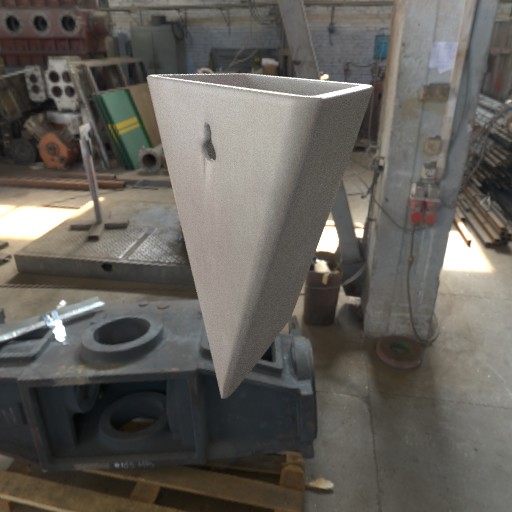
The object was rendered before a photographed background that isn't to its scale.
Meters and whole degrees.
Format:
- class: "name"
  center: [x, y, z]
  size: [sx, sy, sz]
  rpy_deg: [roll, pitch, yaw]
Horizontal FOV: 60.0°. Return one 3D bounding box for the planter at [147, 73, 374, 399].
- class: "planter"
  center: [0.000, 0.000, 0.268]
  size: [0.060, 0.197, 0.150]
  rpy_deg: [-17, 31, -32]
